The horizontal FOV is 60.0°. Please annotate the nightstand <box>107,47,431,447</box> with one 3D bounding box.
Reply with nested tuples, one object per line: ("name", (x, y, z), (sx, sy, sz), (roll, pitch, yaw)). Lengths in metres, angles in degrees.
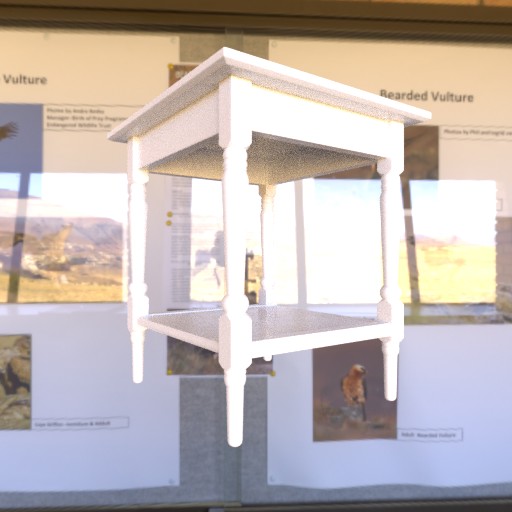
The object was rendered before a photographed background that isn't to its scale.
("nightstand", (0.000, 0.000, 0.915), (0.459, 0.555, 0.505), (0, 0, -35))
